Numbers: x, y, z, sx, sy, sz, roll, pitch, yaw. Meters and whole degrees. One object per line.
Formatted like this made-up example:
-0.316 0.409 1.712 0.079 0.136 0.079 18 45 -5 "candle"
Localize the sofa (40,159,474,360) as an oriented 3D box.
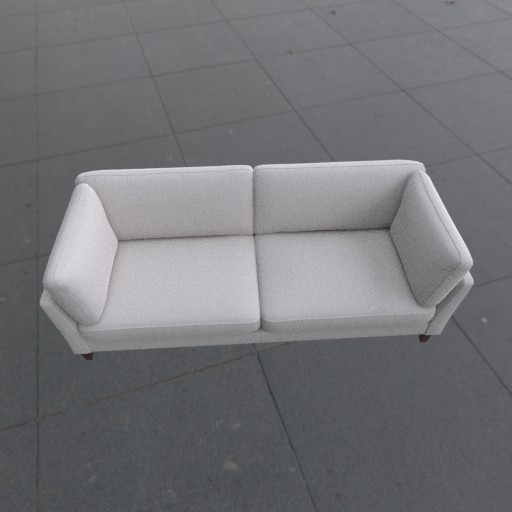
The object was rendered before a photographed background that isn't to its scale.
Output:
0.000 0.000 2.769 2.301 0.863 0.957 -3 48 -2 "sofa"
